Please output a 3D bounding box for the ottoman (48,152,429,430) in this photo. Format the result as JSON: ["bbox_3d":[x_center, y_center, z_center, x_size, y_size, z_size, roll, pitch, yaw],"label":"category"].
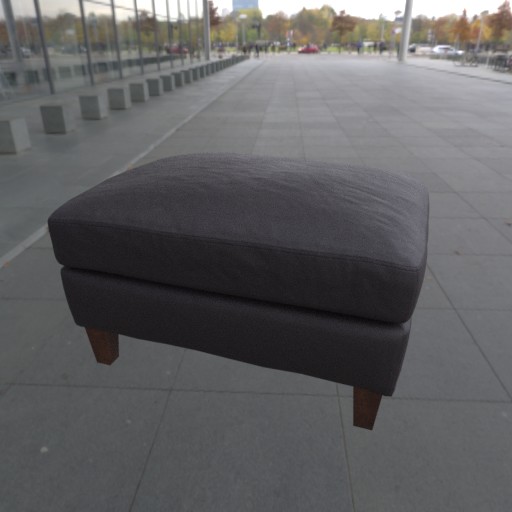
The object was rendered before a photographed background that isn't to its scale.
[{"bbox_3d":[0.000,0.000,1.269,0.887,0.529,0.659,8,27,17],"label":"ottoman"}]
